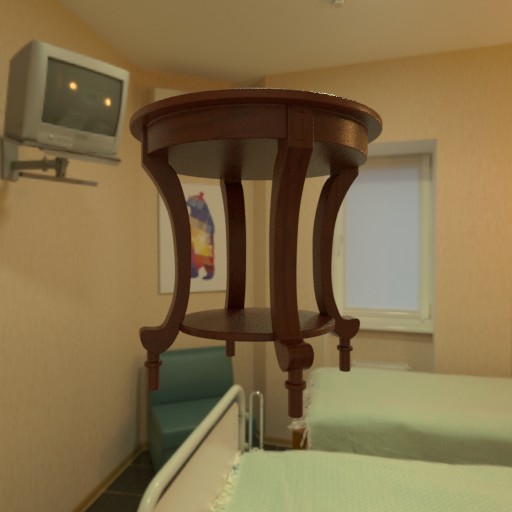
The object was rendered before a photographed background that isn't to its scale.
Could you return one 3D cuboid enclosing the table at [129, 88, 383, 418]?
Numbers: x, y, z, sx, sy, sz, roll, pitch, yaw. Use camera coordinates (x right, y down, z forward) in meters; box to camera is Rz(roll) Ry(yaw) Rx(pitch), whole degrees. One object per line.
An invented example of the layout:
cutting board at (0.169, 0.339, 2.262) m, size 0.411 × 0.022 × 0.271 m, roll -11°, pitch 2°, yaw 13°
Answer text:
table at (0.000, 0.000, 1.093) m, size 0.597 × 0.612 × 0.597 m, roll 0°, pitch 1°, yaw 0°
